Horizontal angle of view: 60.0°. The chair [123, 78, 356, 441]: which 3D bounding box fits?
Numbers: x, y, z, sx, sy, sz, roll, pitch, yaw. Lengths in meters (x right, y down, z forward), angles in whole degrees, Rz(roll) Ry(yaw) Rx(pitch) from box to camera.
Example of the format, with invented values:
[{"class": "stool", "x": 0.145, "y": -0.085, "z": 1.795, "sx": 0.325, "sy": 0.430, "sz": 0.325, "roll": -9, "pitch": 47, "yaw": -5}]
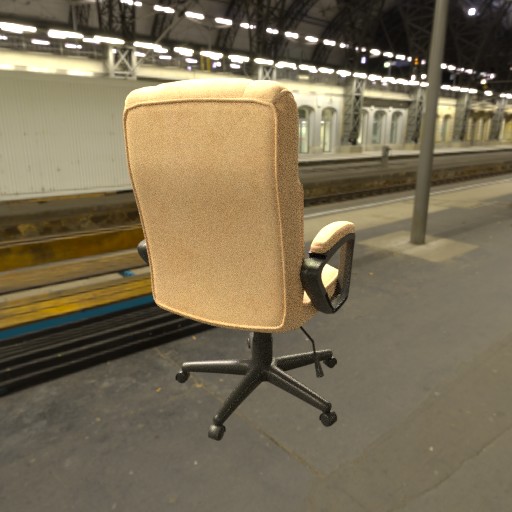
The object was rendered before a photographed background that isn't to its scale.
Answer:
[{"class": "chair", "x": 0.000, "y": 0.000, "z": 1.561, "sx": 0.667, "sy": 1.105, "sz": 0.724, "roll": 8, "pitch": 17, "yaw": 26}]
